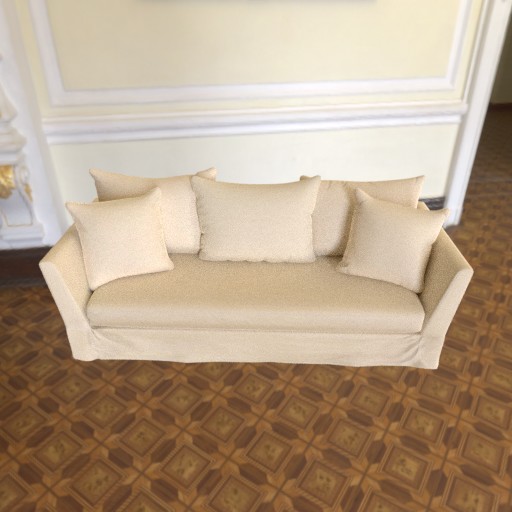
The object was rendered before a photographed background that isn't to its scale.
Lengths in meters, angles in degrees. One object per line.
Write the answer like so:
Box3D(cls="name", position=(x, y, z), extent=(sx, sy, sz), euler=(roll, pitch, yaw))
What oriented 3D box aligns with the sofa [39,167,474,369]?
Box3D(cls="sofa", position=(0.000, 0.000, 3.052), extent=(2.484, 1.042, 1.030), euler=(1, 31, 2))
